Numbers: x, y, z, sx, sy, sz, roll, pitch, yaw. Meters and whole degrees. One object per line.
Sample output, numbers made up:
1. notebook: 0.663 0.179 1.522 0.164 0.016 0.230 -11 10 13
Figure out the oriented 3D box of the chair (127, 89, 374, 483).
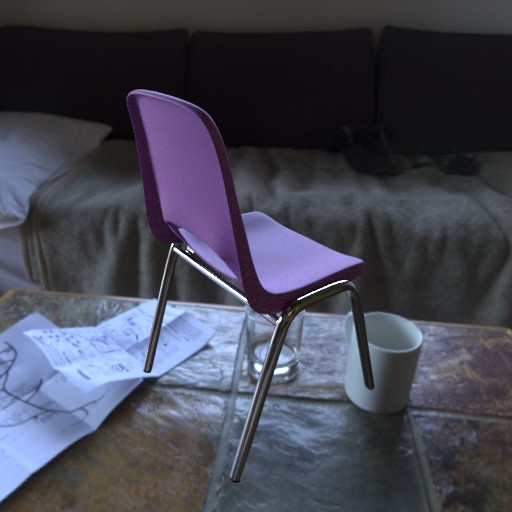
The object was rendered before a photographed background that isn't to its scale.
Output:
1. chair: 0.000 0.000 0.674 0.301 0.493 0.291 -20 33 -33
